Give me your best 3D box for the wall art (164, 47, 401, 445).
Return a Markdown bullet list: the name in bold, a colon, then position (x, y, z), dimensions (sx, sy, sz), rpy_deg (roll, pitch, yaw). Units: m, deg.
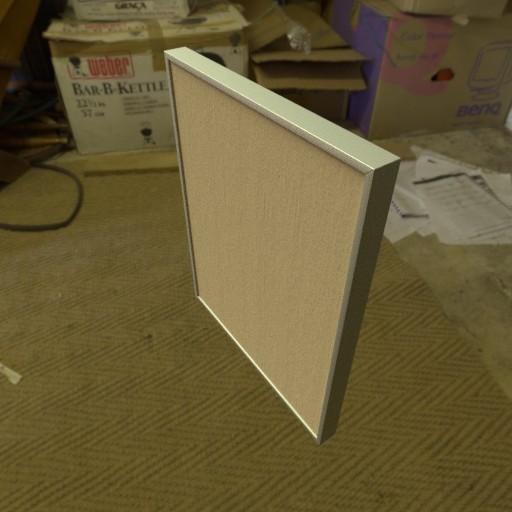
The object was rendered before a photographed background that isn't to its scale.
- **wall art**: position (0.000, 0.000, 0.746), dimensions (0.039, 0.553, 0.445), rpy_deg (-25, 47, -26)
